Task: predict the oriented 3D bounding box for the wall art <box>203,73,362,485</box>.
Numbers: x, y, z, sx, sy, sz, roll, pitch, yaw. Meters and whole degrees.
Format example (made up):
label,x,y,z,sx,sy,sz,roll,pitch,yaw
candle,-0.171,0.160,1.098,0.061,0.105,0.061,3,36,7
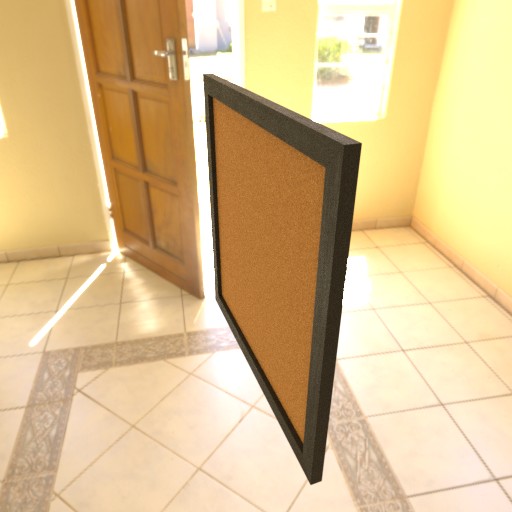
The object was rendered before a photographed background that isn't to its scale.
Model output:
label,x,y,z,sx,sy,sz,roll,pitch,yaw
wall art,0.000,0.000,1.481,0.038,1.016,1.016,-11,31,-18
